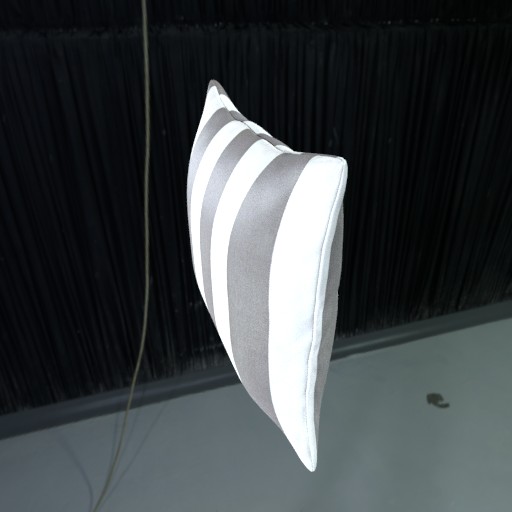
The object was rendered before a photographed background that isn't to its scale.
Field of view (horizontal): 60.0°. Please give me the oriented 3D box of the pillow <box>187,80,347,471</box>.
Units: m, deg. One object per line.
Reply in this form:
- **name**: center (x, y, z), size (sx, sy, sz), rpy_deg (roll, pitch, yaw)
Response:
- **pillow**: center (0.000, 0.000, 0.777), size (0.192, 0.507, 0.522), rpy_deg (-10, 32, -17)
